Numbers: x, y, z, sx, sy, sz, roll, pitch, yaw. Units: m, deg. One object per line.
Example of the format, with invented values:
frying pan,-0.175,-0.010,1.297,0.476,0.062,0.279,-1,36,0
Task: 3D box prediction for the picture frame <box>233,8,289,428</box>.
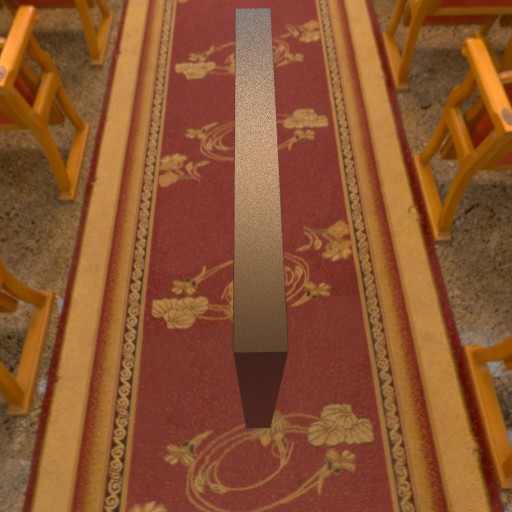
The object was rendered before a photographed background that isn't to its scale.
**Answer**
picture frame,0.000,0.000,0.509,0.034,0.378,0.328,-1,62,0
